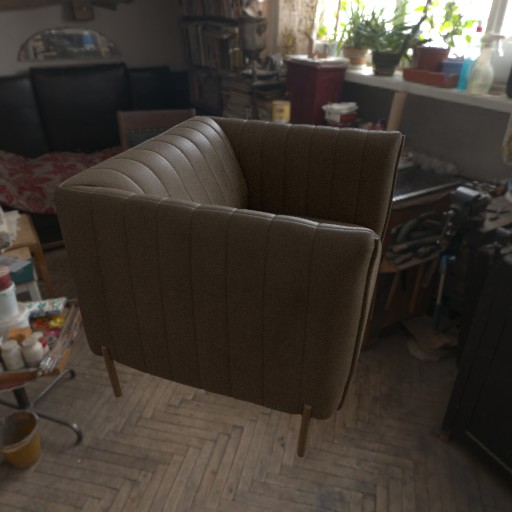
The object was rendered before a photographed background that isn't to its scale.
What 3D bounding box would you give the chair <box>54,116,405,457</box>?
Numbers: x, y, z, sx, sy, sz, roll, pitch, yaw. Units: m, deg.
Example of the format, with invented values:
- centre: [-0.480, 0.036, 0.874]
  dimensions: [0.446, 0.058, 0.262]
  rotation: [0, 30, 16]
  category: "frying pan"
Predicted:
- centre: [0.000, 0.000, 1.616]
  dimensions: [0.876, 0.779, 0.981]
  rotation: [10, 32, 17]
  category: "chair"
